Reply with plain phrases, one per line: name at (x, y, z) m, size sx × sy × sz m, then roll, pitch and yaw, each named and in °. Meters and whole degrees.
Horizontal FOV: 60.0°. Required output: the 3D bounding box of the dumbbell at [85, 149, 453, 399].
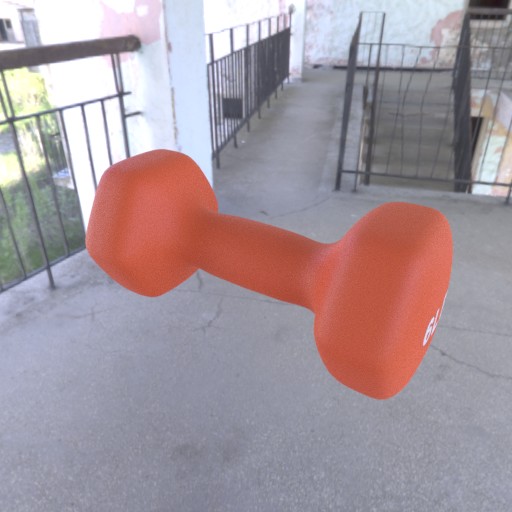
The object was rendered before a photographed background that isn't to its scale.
dumbbell at (0.000, 0.000, 0.204) m, size 0.162 × 0.071 × 0.079 m, roll 19°, pitch 35°, yaw 29°
